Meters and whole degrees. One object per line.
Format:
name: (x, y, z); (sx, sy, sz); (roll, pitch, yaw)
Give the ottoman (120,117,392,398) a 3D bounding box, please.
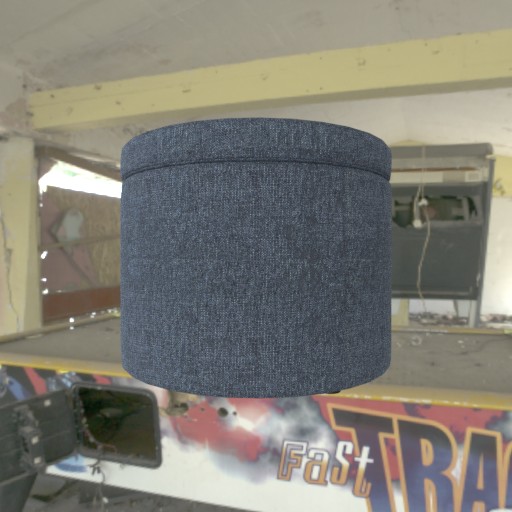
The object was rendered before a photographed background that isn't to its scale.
ottoman: (0.000, 0.000, 0.854); (0.500, 0.419, 0.500); (0, 0, 0)
